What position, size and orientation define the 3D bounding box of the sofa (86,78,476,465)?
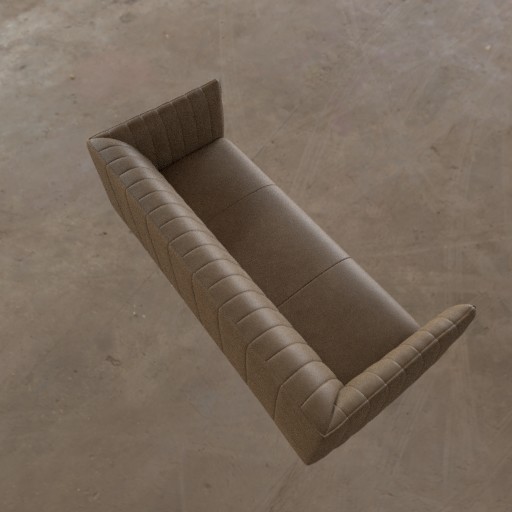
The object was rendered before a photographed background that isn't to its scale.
[{"bbox_3d":[0.000,0.000,2.406,0.876,0.779,1.980,-33,63,-19],"label":"sofa"}]
